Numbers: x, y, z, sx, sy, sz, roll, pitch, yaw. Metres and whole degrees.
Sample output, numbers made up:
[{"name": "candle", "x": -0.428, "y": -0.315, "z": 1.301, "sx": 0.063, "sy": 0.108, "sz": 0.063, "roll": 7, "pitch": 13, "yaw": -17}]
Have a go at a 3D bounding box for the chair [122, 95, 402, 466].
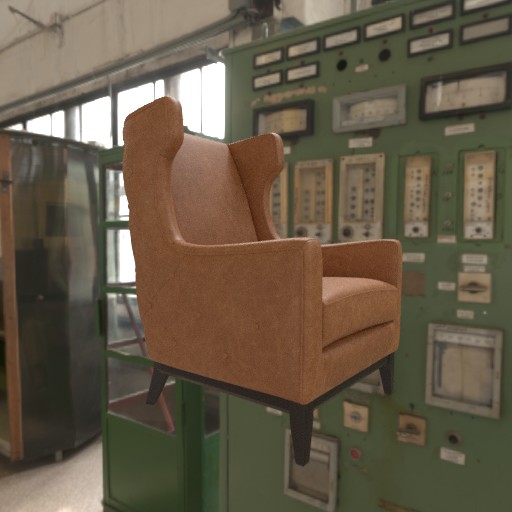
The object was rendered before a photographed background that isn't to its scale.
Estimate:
[{"name": "chair", "x": 0.000, "y": 0.000, "z": 1.674, "sx": 0.899, "sy": 1.079, "sz": 0.766, "roll": 1, "pitch": 3, "yaw": 36}]
